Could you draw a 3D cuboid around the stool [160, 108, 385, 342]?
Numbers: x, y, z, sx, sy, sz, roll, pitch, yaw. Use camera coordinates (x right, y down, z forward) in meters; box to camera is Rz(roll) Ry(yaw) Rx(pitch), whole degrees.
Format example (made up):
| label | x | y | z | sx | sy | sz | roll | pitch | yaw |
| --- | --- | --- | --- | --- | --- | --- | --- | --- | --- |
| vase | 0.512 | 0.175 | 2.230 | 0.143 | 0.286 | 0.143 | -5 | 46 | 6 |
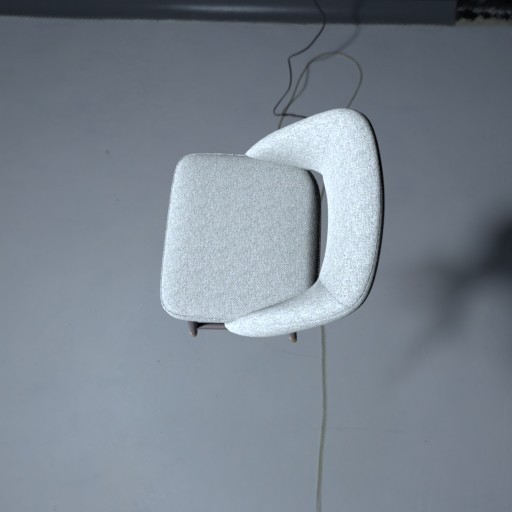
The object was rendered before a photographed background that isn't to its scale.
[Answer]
| label | x | y | z | sx | sy | sz | roll | pitch | yaw |
| --- | --- | --- | --- | --- | --- | --- | --- | --- | --- |
| stool | 0.000 | 0.000 | 1.404 | 0.524 | 1.089 | 0.536 | 4 | 76 | 1 |
